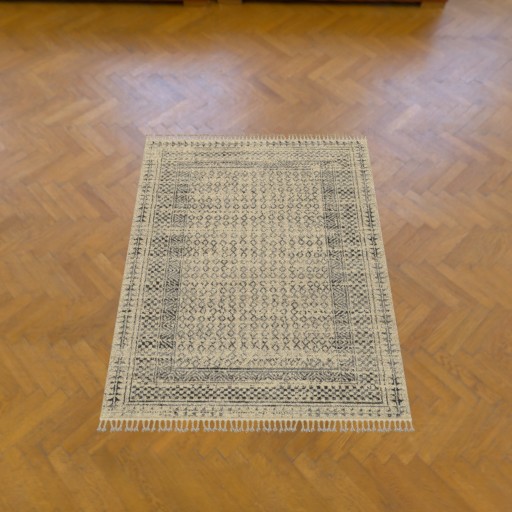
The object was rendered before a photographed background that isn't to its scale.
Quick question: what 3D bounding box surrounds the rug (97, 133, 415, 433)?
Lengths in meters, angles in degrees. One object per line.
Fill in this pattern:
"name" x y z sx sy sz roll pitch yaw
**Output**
"rug" 0.000 0.000 3.920 2.312 0.013 2.940 0 61 0
